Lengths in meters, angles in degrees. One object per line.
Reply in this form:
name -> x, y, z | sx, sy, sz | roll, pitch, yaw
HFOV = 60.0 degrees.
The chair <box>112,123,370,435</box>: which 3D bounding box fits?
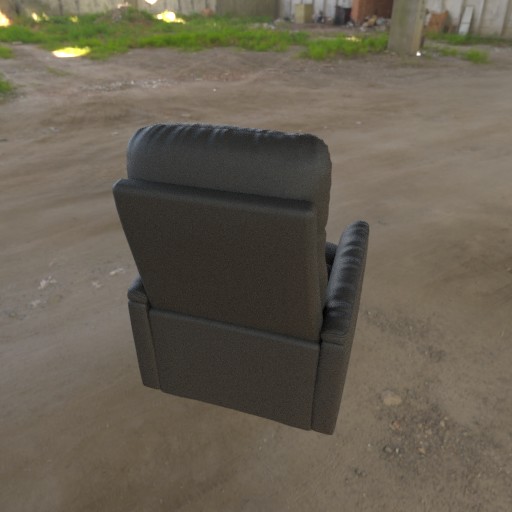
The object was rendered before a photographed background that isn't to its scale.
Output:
chair -> 0.000, 0.000, 1.640 | 0.775, 1.082, 0.831 | 9, 32, 15
